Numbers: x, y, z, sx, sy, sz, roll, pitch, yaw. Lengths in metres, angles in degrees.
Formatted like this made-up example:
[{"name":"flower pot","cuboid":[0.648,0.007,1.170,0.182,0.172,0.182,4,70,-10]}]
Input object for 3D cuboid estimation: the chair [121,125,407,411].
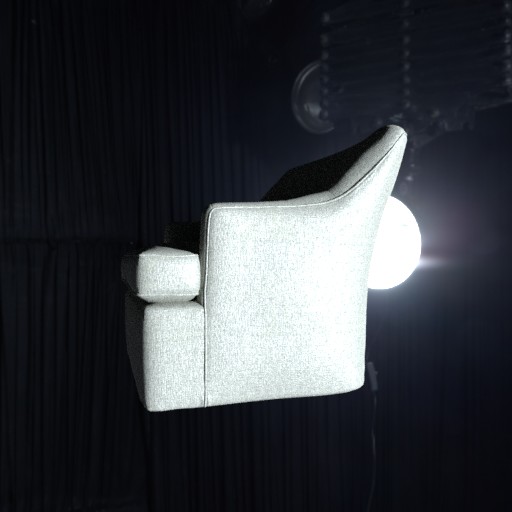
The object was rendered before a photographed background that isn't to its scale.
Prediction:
[{"name":"chair","cuboid":[0.000,0.000,1.620,0.923,0.856,0.864,0,0,-19]}]
